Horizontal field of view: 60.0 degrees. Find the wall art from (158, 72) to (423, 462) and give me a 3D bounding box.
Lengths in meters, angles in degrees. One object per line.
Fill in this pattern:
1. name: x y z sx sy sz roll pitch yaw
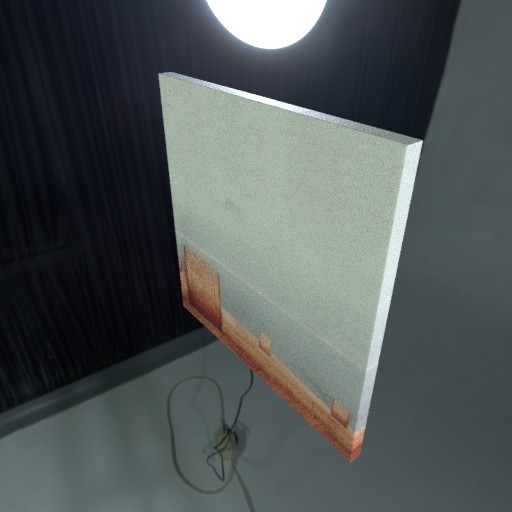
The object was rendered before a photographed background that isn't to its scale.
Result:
1. wall art: 0.000 0.000 1.105 0.042 0.760 0.760 -23 38 -32
